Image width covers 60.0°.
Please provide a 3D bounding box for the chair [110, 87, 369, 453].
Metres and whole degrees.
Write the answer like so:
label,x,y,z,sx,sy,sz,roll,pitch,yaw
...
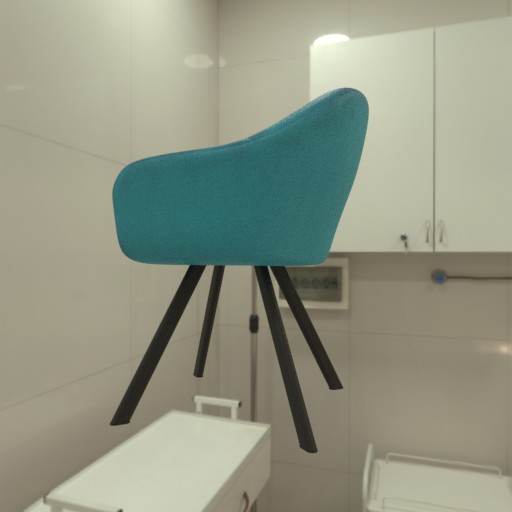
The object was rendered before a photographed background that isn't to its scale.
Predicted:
label,x,y,z,sx,sy,sz,roll,pitch,yaw
chair,0.000,0.000,1.155,0.570,0.780,0.540,0,0,18
